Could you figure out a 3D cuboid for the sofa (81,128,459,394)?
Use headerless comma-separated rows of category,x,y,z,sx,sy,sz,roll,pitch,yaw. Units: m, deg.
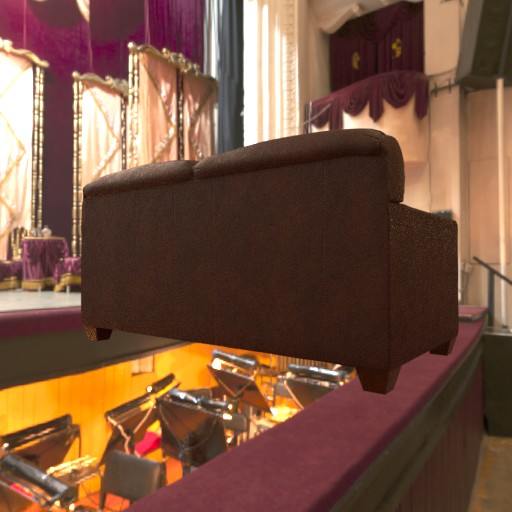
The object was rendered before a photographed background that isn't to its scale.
sofa,0.000,0.000,2.397,1.856,0.966,1.000,-1,-1,37
